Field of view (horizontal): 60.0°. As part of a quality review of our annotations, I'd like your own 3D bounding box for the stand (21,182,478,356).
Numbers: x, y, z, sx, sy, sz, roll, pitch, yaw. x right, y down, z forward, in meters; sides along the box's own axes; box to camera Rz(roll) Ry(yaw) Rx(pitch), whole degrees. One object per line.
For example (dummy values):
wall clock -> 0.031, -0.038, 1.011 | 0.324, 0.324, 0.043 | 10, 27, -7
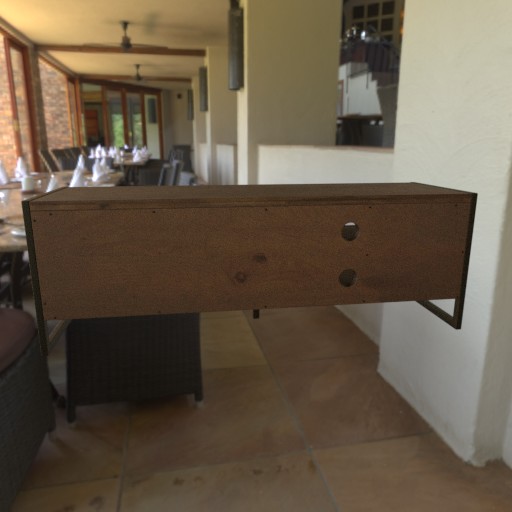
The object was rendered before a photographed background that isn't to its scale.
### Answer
stand -> 0.000, 0.000, 1.701 | 1.480, 0.506, 0.454 | -2, 15, -8
